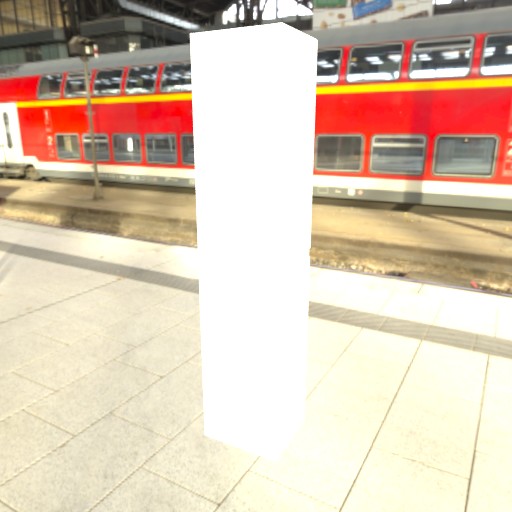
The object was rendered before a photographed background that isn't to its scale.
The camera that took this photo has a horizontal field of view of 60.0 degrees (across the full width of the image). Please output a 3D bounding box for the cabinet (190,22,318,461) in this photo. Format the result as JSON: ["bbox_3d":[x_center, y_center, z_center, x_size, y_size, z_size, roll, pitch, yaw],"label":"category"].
[{"bbox_3d":[0.000,0.000,1.553,0.300,1.400,0.269,8,18,27],"label":"cabinet"}]
